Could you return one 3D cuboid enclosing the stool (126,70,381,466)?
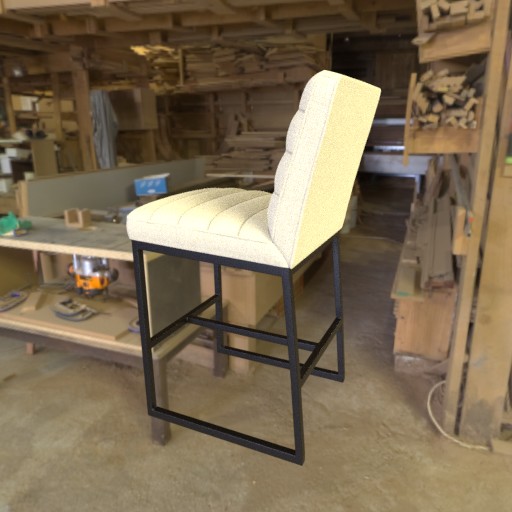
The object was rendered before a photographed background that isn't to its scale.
[{"bbox_3d":[0.000,0.000,1.276,0.560,0.940,0.460,8,18,24],"label":"stool"}]
